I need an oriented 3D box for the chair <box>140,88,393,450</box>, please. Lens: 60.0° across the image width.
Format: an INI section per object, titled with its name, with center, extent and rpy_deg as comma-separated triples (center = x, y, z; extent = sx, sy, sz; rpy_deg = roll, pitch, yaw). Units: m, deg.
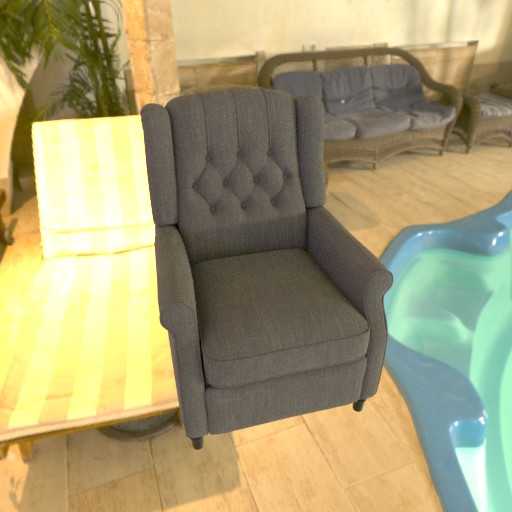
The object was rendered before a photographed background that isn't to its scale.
[chair]
center = 0.000, 0.000, 1.625
extent = 0.742, 1.035, 0.898
rpy_deg = -8, 33, -13
